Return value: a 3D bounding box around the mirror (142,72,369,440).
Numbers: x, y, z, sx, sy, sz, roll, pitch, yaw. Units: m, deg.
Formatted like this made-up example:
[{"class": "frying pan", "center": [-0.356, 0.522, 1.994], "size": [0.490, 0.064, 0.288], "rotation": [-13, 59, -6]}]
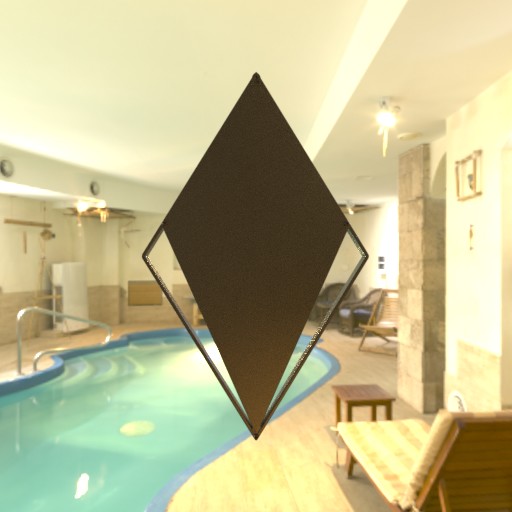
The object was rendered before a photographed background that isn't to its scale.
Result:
[{"class": "mirror", "center": [0.000, 0.000, 0.828], "size": [0.419, 0.679, 0.032], "rotation": [0, 0, -2]}]
